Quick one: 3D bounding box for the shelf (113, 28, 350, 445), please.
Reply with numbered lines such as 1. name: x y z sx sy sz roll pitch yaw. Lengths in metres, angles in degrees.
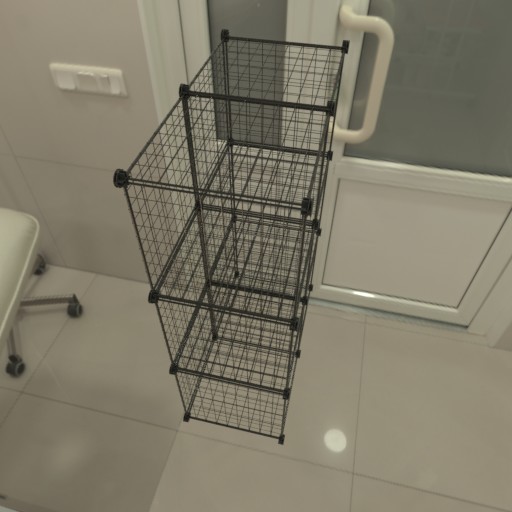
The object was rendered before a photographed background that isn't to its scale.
1. shelf: 0.000 0.000 1.377 0.356 1.067 0.711 10 48 9
